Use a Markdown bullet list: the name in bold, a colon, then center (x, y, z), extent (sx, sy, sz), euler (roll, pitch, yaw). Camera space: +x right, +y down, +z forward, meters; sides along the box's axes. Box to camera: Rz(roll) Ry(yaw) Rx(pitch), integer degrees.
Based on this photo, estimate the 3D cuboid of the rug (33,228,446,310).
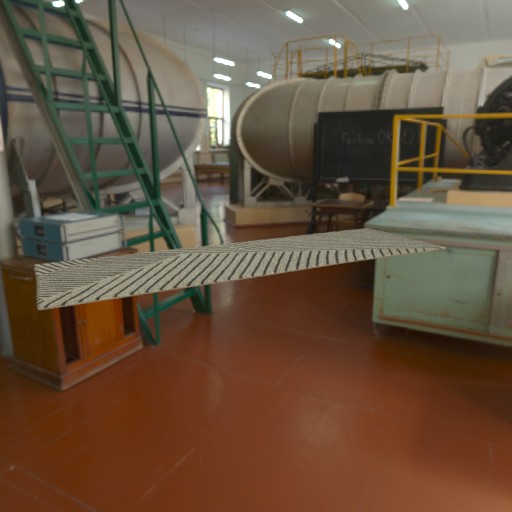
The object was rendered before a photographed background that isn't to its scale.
- **rug**: center (0.000, 0.000, 2.714), extent (2.439, 0.020, 0.773), euler (-7, 16, -26)
